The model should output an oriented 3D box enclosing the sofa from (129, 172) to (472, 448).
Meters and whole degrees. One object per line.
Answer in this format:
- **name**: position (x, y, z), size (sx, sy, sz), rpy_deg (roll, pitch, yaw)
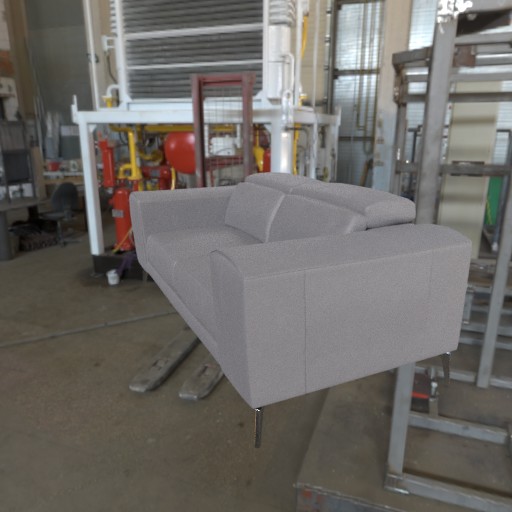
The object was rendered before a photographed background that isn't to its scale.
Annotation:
- **sofa**: position (0.000, 0.000, 2.384), size (1.003, 0.779, 1.895), rpy_deg (-8, 18, -24)
